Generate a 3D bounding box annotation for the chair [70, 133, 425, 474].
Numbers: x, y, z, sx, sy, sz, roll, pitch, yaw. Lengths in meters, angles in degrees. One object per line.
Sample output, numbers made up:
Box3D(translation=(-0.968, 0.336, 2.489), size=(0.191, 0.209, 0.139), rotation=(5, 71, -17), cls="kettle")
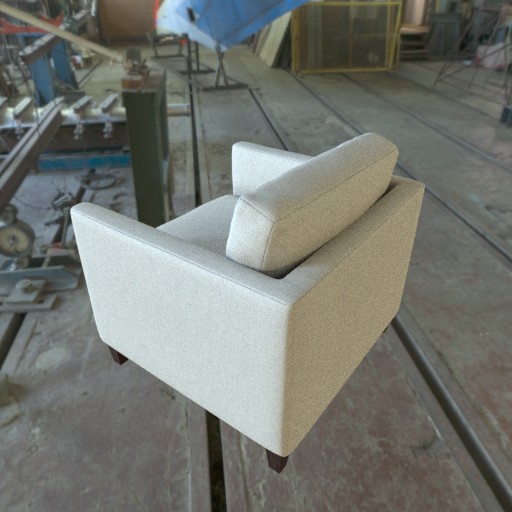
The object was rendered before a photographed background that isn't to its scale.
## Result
Box3D(translation=(0.000, 0.000, 1.756), size=(0.959, 0.919, 0.996), rotation=(21, 37, 31), cls="chair")
